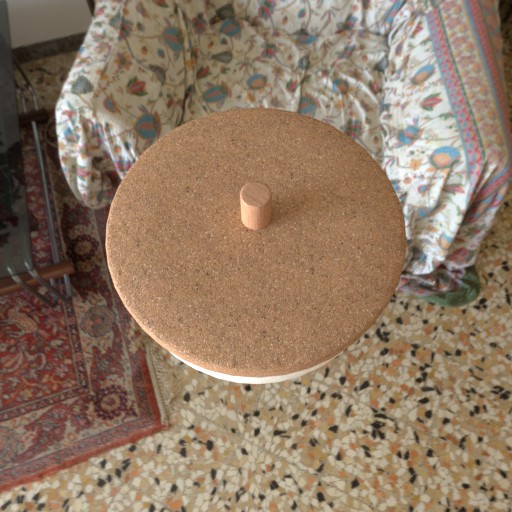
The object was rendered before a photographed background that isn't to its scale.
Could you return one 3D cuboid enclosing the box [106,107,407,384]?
[{"bbox_3d":[0.000,0.000,0.185,0.107,0.094,0.107,0,65,0],"label":"box"}]
